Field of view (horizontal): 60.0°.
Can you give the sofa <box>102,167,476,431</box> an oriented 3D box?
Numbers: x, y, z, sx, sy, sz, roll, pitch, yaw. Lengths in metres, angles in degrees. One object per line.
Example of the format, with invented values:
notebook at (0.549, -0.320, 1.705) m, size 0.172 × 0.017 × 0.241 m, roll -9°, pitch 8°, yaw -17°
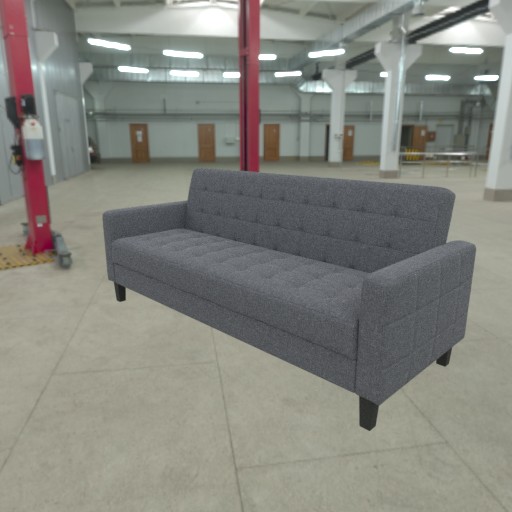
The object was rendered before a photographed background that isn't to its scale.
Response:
sofa at (0.000, 0.000, 2.447) m, size 0.810 × 0.850 × 2.040 m, roll -15°, pitch 21°, yaw -43°
